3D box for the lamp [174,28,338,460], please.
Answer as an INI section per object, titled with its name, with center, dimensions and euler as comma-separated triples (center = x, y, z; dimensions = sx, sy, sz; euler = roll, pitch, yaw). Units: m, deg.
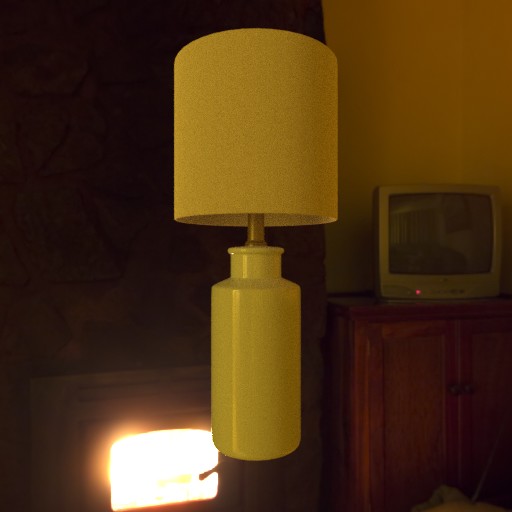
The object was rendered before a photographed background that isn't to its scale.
[lamp]
center = 0.000, 0.000, 0.585
dimensions = 0.212, 0.493, 0.212
euler = 0, 0, -37
